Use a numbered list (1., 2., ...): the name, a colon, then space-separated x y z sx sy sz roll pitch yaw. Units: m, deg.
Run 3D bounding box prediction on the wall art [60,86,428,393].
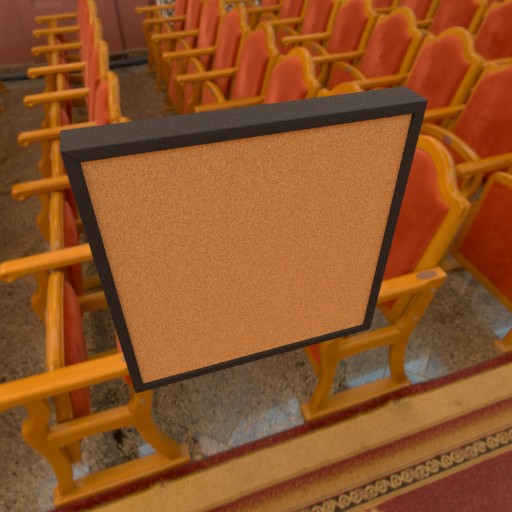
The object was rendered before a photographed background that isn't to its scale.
1. wall art: 0.000 0.000 0.461 0.305 0.305 0.037 -12 42 -14
